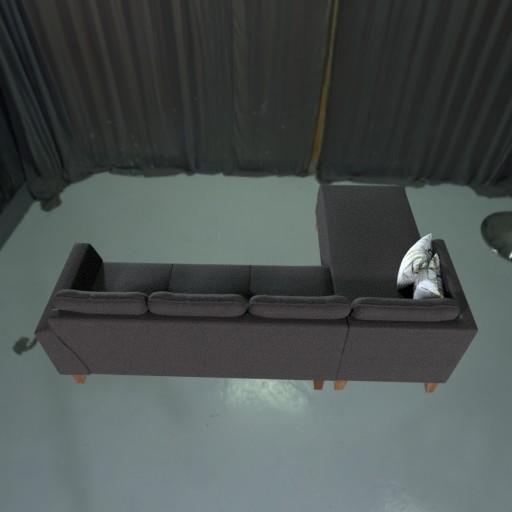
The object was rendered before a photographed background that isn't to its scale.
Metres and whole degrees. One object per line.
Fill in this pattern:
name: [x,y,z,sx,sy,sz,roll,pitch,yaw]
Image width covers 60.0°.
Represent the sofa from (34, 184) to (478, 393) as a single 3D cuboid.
sofa: [0.000,0.000,3.471,2.679,0.932,1.829,1,46,1]
